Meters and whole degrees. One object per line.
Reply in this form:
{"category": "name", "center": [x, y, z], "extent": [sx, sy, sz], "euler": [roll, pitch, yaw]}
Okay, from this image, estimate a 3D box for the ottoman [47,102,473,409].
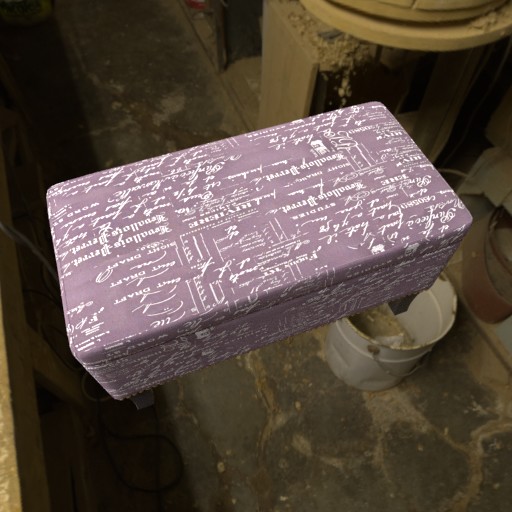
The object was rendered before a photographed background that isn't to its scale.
{"category": "ottoman", "center": [0.000, 0.000, 1.072], "extent": [0.813, 0.457, 0.406], "euler": [-18, 59, -11]}
